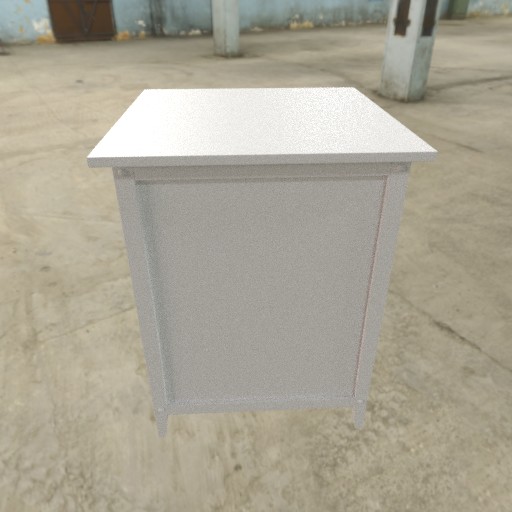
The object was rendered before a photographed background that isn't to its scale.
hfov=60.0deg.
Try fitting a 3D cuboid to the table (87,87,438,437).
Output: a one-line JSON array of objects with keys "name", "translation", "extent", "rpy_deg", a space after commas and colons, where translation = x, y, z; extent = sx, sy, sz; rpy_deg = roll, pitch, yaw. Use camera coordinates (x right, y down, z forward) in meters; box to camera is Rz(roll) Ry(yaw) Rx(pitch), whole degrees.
[{"name": "table", "translation": [0.000, 0.000, 0.765], "extent": [0.381, 0.483, 0.381], "rpy_deg": [-2, 31, -3]}]
